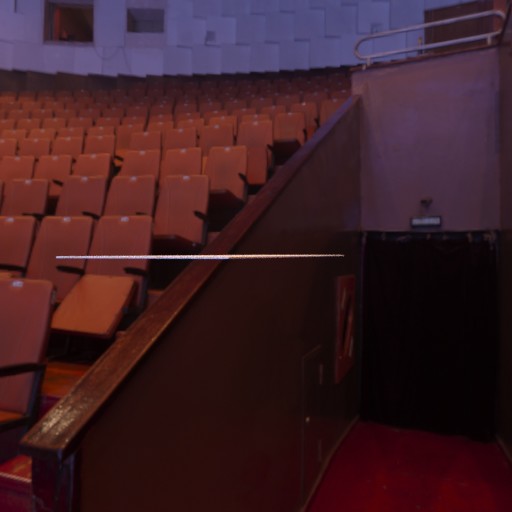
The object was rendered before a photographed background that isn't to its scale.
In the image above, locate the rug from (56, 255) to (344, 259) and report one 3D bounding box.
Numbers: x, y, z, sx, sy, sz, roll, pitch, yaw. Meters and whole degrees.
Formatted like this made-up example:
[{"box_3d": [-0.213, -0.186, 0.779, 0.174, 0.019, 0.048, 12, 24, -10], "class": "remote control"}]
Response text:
[{"box_3d": [0.000, 0.000, 2.657, 0.686, 0.006, 2.437, 0, 0, 20], "class": "rug"}]
